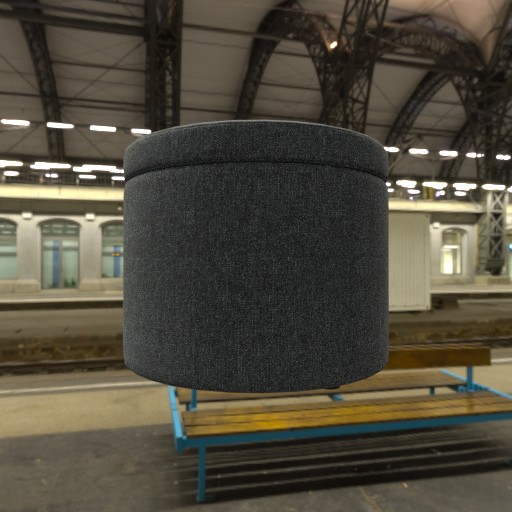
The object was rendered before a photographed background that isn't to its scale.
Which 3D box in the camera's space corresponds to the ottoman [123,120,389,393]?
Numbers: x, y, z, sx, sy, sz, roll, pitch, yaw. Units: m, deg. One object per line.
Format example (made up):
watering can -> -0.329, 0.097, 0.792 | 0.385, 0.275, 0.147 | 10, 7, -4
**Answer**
ottoman -> 0.000, 0.000, 0.870 | 0.500, 0.419, 0.500 | 0, 0, 0
